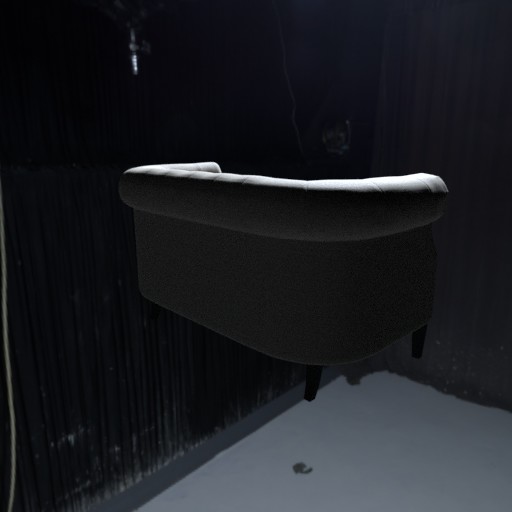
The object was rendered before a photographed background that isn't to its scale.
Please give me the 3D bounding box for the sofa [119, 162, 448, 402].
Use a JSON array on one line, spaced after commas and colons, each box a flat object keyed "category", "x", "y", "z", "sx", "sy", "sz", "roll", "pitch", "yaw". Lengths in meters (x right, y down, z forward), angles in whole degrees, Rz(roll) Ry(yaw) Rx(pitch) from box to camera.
[{"category": "sofa", "x": 0.000, "y": 0.000, "z": 2.126, "sx": 0.835, "sy": 0.827, "sz": 1.558, "roll": -14, "pitch": 20, "yaw": -42}]
